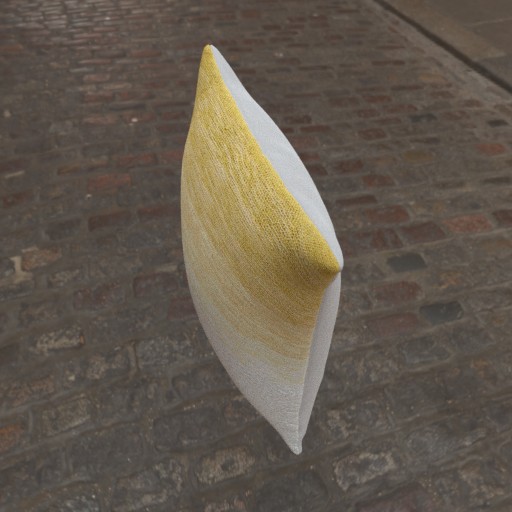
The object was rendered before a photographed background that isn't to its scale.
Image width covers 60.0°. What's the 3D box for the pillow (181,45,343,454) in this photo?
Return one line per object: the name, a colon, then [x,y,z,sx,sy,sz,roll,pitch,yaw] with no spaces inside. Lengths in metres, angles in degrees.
pillow: [0.000,0.000,0.665,0.211,0.450,0.450,-13,49,-12]
